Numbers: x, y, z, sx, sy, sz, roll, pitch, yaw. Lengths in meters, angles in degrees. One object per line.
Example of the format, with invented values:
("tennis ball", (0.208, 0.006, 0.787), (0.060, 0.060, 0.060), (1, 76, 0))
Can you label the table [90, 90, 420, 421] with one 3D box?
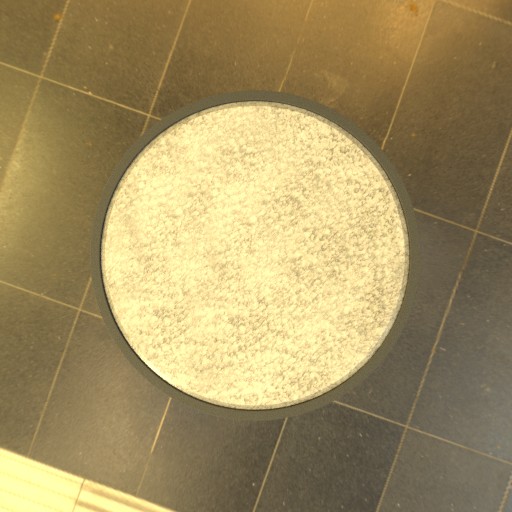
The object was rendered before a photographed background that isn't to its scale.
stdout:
("table", (0.000, 0.000, 0.878), (0.470, 0.498, 0.470), (0, 90, 0))
